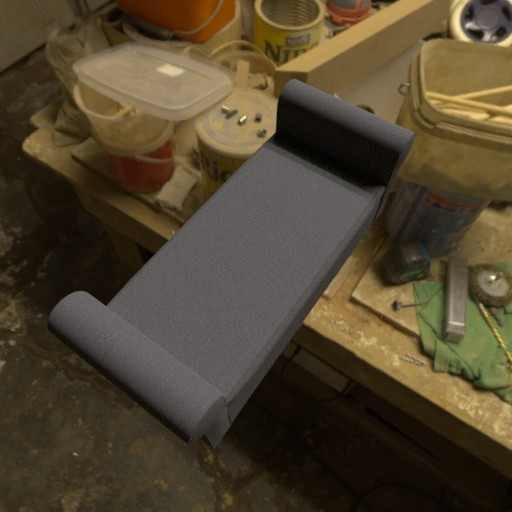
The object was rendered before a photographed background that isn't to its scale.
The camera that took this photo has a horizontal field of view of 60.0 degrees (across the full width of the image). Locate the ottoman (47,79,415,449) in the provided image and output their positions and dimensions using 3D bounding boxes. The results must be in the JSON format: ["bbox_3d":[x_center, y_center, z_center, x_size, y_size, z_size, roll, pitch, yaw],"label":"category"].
[{"bbox_3d":[0.000,0.000,1.581,0.521,0.547,1.256,31,64,18],"label":"ottoman"}]
